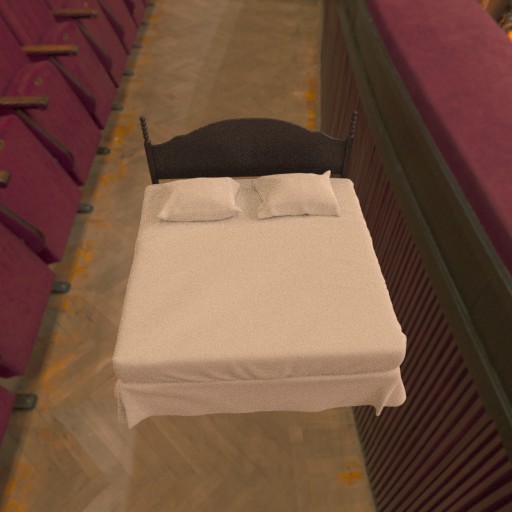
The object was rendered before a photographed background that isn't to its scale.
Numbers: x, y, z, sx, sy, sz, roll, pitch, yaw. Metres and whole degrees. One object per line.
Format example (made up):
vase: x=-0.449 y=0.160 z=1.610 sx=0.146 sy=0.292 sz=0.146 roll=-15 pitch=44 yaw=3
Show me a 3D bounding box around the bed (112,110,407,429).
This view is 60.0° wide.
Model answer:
bed: x=0.000 y=0.000 z=3.619 sx=2.322 sy=1.355 sz=2.219 roll=-2 pitch=47 yaw=-2
